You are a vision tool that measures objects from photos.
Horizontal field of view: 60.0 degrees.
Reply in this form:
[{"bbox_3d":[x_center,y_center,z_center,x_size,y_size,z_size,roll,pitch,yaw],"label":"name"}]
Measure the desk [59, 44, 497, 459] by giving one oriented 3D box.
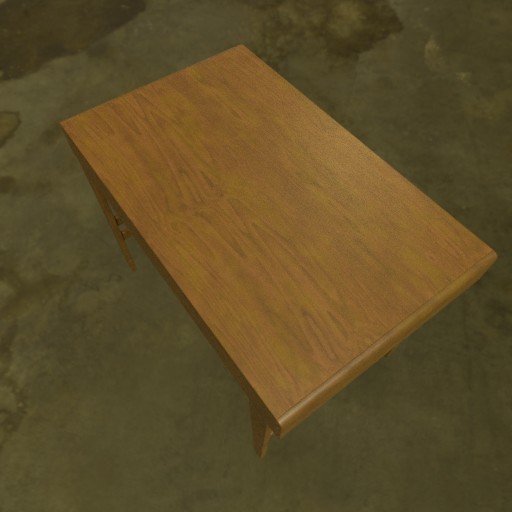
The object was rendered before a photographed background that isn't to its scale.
[{"bbox_3d":[0.000,0.000,1.495,0.660,0.754,1.066,-32,63,-18],"label":"desk"}]
